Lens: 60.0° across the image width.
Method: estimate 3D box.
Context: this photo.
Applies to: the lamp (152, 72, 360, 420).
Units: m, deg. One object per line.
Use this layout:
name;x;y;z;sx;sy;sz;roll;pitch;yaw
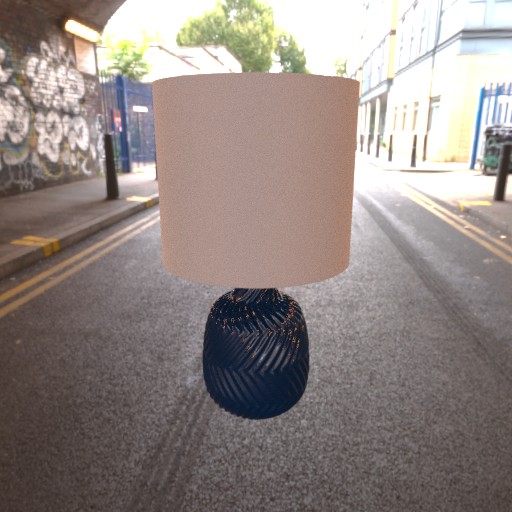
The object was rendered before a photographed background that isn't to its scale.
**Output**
lamp;0.000;0.000;0.492;0.203;0.368;0.203;-15;22;-42
